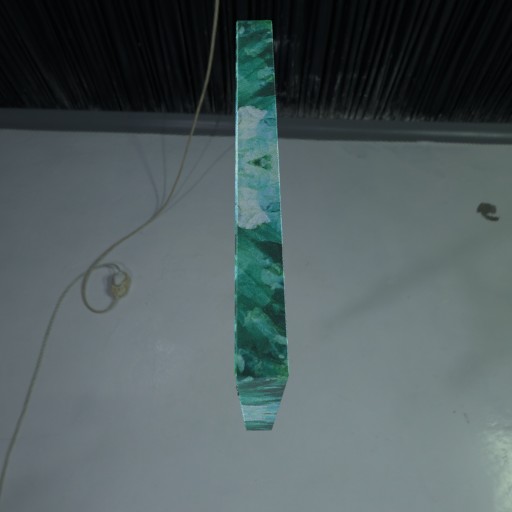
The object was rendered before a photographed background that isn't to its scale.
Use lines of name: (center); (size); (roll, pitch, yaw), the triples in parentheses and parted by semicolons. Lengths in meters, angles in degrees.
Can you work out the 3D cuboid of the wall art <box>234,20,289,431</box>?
wall art: (0.000, 0.000, 0.463); (0.033, 0.313, 0.313); (-1, 63, 0)
